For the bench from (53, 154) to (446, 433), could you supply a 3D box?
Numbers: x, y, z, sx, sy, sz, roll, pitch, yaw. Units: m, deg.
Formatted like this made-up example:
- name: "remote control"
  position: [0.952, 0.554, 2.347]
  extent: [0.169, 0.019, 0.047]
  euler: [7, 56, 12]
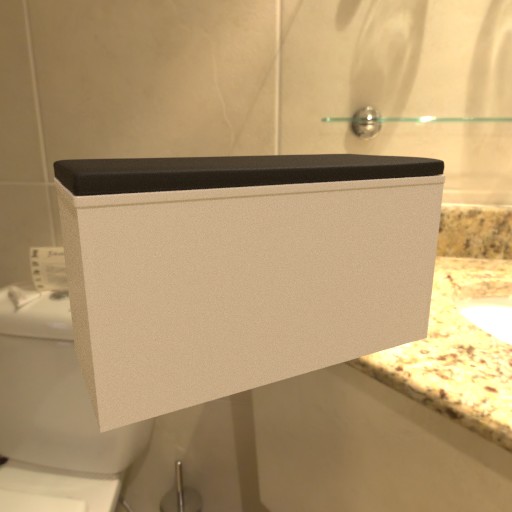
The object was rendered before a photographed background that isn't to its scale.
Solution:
- name: "bench"
  position: [0.000, 0.000, 1.161]
  extent: [0.899, 0.500, 0.401]
  euler: [-8, 17, -27]
